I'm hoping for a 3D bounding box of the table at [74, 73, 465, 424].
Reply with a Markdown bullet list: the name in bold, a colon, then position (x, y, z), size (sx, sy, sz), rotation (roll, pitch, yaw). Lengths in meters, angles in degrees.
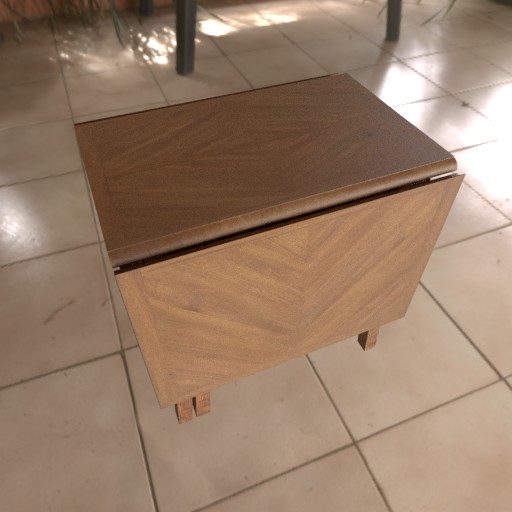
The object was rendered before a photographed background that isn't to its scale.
- **table**: position (0.000, 0.000, 1.660), size (0.967, 0.981, 0.701), rotation (-17, 48, -16)
